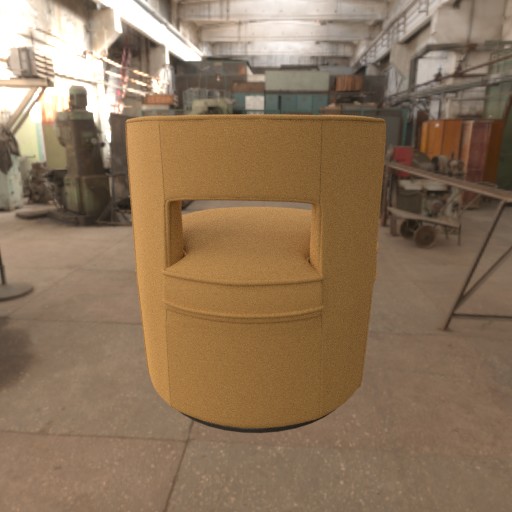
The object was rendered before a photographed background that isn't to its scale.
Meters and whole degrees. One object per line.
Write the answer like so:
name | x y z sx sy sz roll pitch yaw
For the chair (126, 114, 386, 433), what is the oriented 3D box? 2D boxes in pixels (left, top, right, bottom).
chair | 0.000 0.000 1.218 0.650 0.723 0.665 2 16 6
